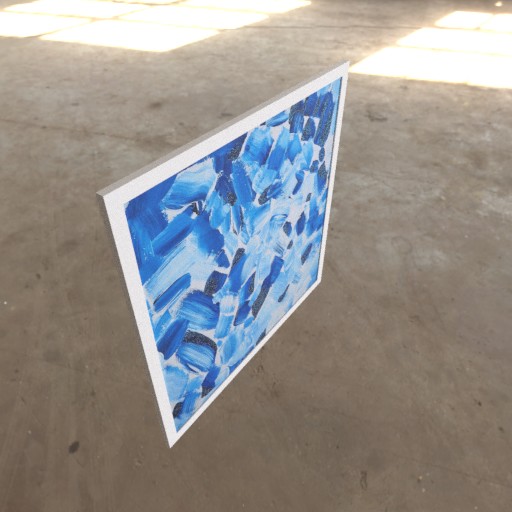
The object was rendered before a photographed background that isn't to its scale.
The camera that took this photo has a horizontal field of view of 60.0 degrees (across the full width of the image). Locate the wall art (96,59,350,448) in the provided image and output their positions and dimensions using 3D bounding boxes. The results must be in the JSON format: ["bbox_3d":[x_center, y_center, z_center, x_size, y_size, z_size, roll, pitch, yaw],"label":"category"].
[{"bbox_3d":[0.000,0.000,0.971,0.015,0.660,0.660,26,47,27],"label":"wall art"}]
